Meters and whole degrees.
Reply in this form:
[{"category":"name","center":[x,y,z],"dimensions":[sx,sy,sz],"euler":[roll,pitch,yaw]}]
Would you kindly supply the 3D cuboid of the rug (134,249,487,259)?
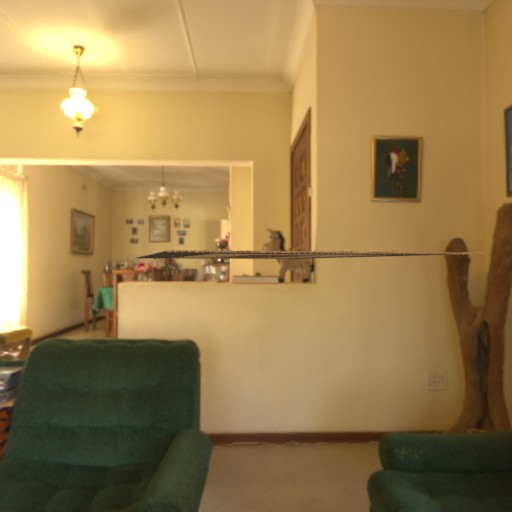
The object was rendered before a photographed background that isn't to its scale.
[{"category":"rug","center":[0.000,0.000,1.876],"dimensions":[0.920,0.013,1.541],"euler":[0,-1,-18]}]
